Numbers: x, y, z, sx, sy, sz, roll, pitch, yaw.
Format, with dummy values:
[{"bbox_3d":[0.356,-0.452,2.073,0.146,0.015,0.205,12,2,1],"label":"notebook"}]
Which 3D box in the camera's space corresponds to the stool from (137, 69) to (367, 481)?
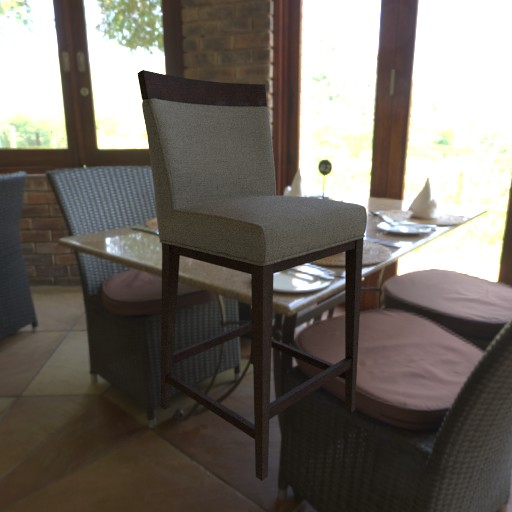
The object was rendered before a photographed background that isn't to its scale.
[{"bbox_3d":[0.000,0.000,1.439,0.531,1.117,0.511,14,20,43],"label":"stool"}]
